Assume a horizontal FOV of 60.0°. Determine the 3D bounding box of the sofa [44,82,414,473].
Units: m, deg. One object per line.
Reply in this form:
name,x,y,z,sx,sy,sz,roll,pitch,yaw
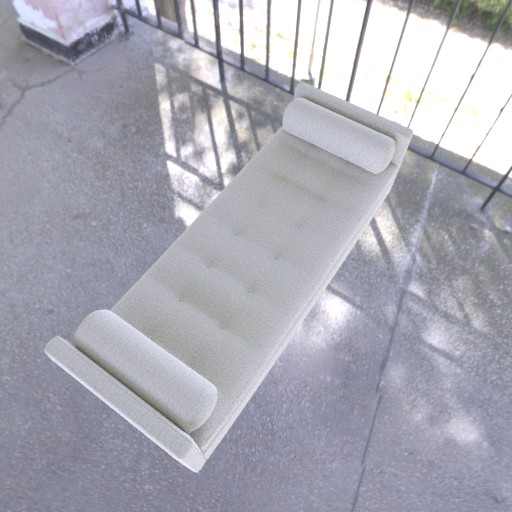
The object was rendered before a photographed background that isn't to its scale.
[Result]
sofa,0.000,0.000,2.331,0.746,0.641,1.985,31,64,17
